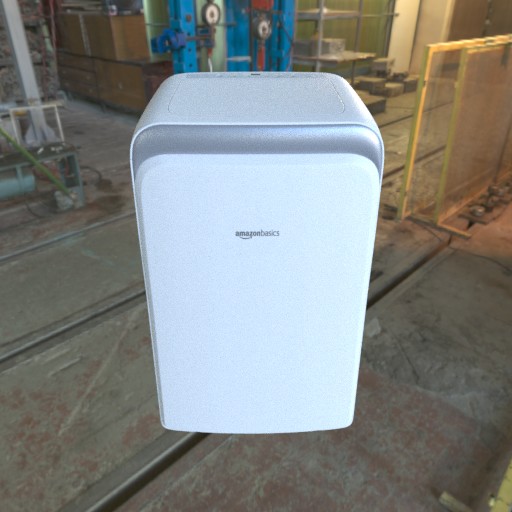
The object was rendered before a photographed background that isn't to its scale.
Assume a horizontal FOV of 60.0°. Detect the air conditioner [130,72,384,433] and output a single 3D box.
[{"bbox_3d":[0.000,0.000,1.046,0.478,0.765,0.467,0,31,-1],"label":"air conditioner"}]
